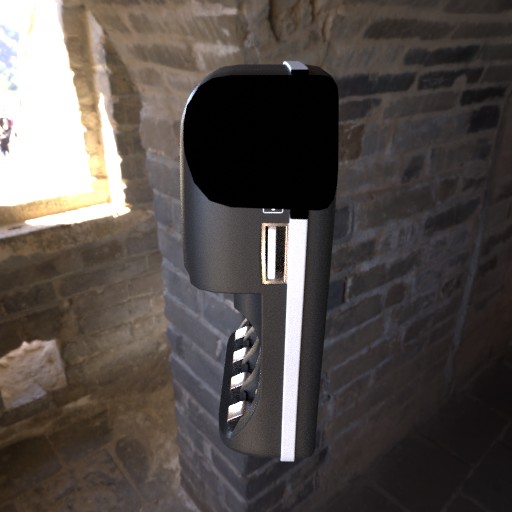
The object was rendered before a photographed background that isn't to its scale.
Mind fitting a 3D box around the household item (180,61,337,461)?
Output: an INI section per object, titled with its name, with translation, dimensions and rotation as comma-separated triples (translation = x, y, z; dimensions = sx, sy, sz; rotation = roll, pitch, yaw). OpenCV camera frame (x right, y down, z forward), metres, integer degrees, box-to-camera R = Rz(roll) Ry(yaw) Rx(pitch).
[household item]
translation = 0.000, 0.000, 0.143
dimensions = 0.038, 0.114, 0.070
rotation = 0, 26, 1
